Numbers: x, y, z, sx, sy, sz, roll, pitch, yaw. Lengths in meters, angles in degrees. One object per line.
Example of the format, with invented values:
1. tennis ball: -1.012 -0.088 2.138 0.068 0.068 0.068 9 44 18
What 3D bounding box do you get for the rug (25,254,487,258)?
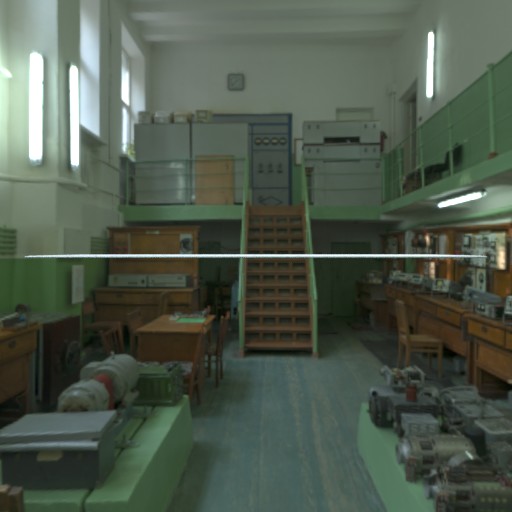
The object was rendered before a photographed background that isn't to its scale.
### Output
1. rug: 0.000 0.000 2.431 2.196 0.011 0.662 0 1 0
